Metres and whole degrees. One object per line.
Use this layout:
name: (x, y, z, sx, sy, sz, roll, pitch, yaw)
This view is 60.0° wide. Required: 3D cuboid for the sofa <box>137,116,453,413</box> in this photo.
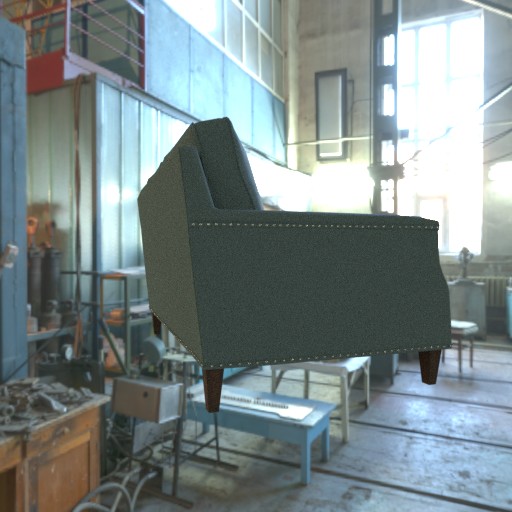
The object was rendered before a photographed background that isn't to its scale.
sofa: (0.000, 0.000, 2.273, 1.084, 1.003, 1.597, 0, 1, -20)
